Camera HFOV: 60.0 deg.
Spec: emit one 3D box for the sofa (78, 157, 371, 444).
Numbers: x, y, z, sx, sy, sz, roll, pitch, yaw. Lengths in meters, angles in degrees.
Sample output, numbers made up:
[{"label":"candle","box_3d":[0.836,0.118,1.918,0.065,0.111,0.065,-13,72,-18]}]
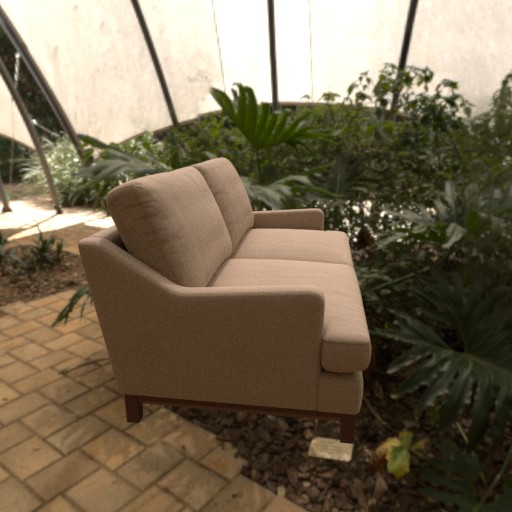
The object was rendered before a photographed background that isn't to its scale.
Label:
[{"label":"sofa","box_3d":[0.000,0.000,2.247,1.004,0.910,1.619,2,16,8]}]
